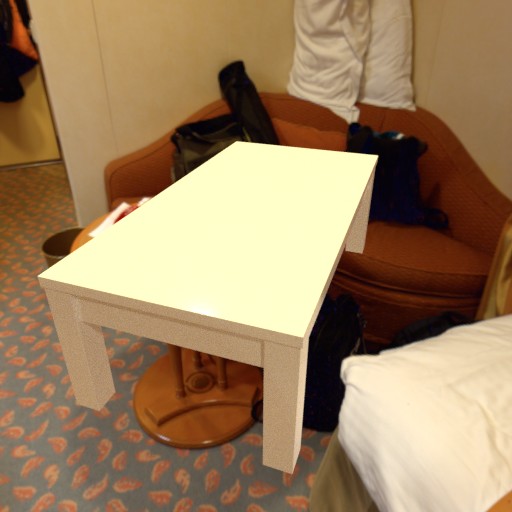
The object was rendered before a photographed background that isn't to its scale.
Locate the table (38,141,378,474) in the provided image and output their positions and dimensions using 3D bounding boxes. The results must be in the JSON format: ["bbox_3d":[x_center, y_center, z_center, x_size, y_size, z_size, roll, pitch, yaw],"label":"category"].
[{"bbox_3d":[0.000,0.000,1.697,0.700,0.470,1.350,10,31,17],"label":"table"}]
